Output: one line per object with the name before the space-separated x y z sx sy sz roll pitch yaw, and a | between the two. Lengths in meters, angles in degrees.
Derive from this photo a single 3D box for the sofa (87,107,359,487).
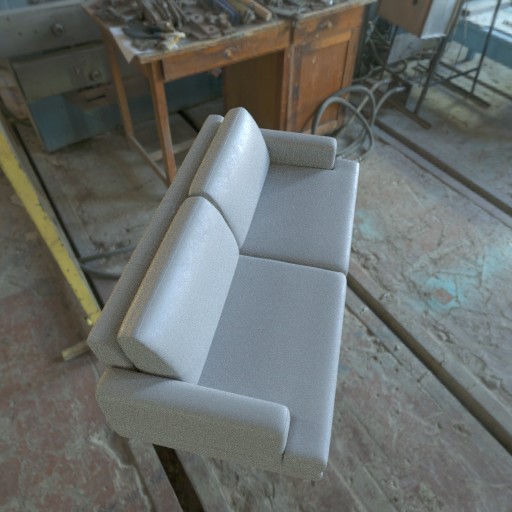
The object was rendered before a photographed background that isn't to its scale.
sofa | 0.000 0.000 2.335 0.974 0.765 1.940 9 49 8
